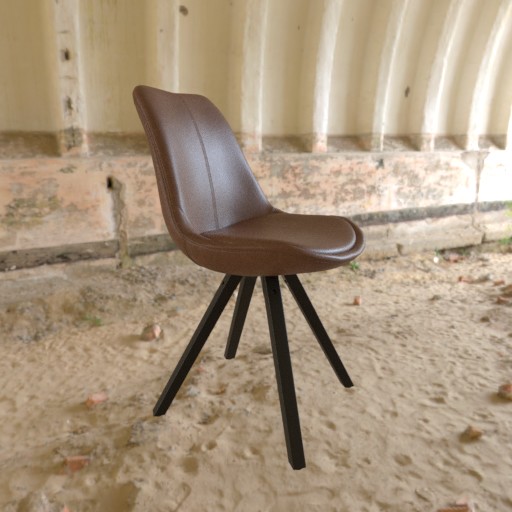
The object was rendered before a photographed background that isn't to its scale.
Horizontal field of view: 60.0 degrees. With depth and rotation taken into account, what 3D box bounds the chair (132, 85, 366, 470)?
[{"bbox_3d":[0.000,0.000,1.168,0.550,0.850,0.475,7,16,27],"label":"chair"}]
